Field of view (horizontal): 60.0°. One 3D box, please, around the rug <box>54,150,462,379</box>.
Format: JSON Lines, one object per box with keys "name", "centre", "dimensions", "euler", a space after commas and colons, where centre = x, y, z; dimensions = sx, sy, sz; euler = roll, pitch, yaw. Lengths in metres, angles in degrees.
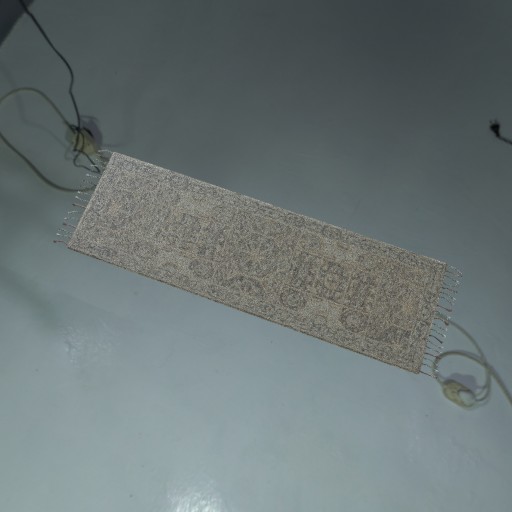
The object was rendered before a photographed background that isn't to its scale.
{"name": "rug", "centre": [0.000, 0.000, 2.975], "dimensions": [2.664, 0.011, 0.762], "euler": [19, 76, 5]}
